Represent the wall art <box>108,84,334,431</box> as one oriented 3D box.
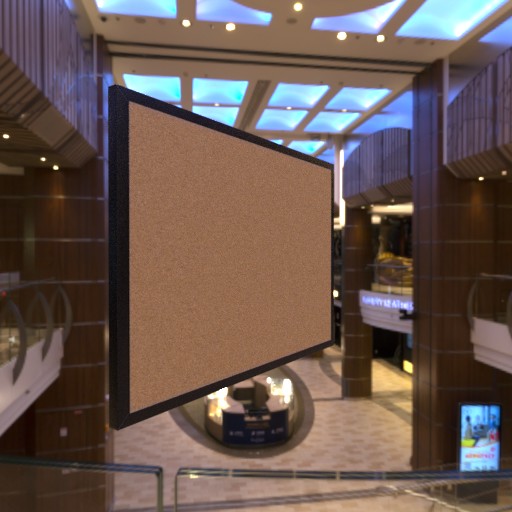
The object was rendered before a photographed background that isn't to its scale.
[{"bbox_3d":[0.000,0.000,0.574,0.013,0.306,0.440,0,1,35],"label":"wall art"}]
